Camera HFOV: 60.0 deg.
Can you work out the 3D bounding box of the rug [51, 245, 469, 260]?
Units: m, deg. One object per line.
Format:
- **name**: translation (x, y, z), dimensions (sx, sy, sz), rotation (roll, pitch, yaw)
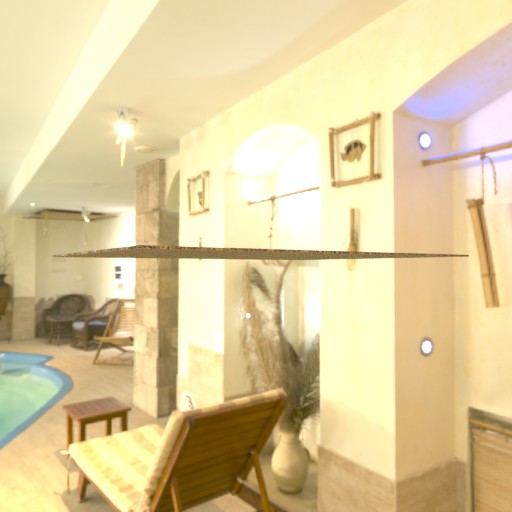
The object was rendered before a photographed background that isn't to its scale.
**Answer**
- **rug**: translation (0.000, 0.000, 4.252), dimensions (3.204, 0.017, 2.448), rotation (1, -2, -35)
